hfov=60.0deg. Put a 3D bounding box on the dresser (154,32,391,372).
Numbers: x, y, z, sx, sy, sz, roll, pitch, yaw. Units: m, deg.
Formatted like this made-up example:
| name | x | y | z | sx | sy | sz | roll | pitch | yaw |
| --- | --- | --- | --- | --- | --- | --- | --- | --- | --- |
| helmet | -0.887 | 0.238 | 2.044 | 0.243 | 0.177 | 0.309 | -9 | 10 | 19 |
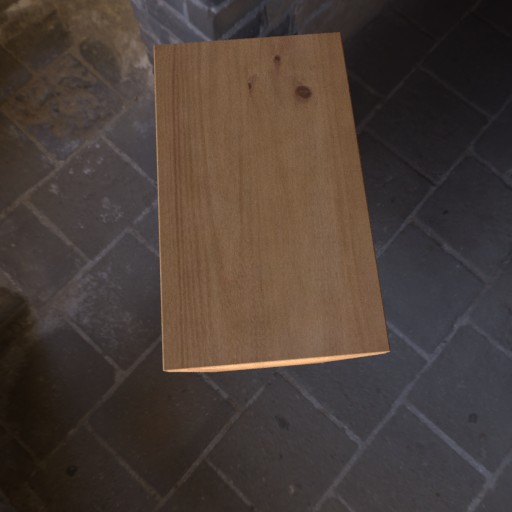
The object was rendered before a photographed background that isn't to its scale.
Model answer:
| name | x | y | z | sx | sy | sz | roll | pitch | yaw |
| --- | --- | --- | --- | --- | --- | --- | --- | --- | --- |
| dresser | 0.000 | 0.000 | 1.566 | 0.479 | 1.240 | 0.761 | -5 | 75 | -1 |
